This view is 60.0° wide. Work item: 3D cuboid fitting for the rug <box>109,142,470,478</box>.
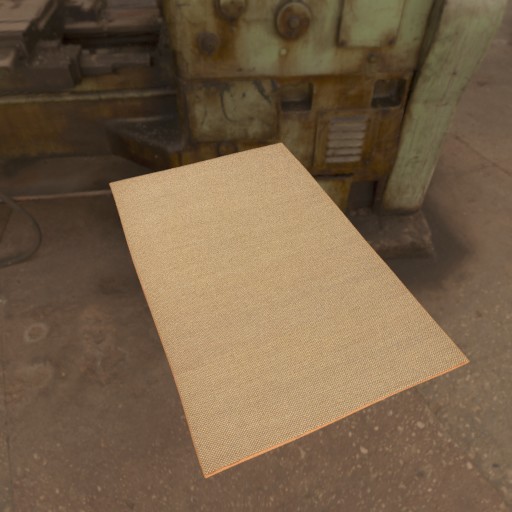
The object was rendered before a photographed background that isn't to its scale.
[{"bbox_3d":[0.000,0.000,2.082,1.078,0.013,1.678,-17,49,-16],"label":"rug"}]
